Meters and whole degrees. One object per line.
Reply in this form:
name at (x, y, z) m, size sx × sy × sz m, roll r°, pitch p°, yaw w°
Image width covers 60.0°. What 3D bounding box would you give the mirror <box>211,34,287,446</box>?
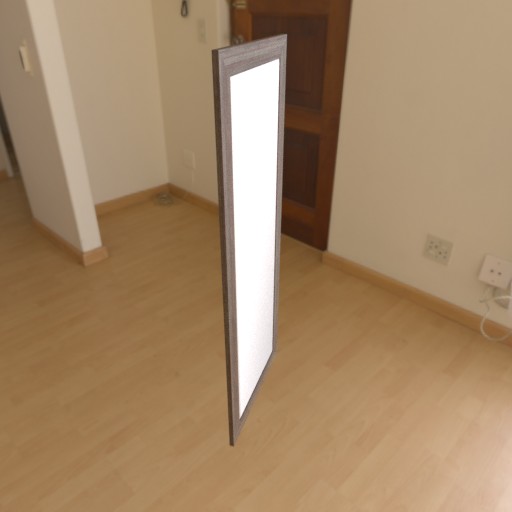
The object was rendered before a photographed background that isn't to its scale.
mirror at (0.000, 0.000, 2.318) m, size 0.025 × 2.032 × 0.812 m, roll 10°, pitch 32°, yaw 17°
